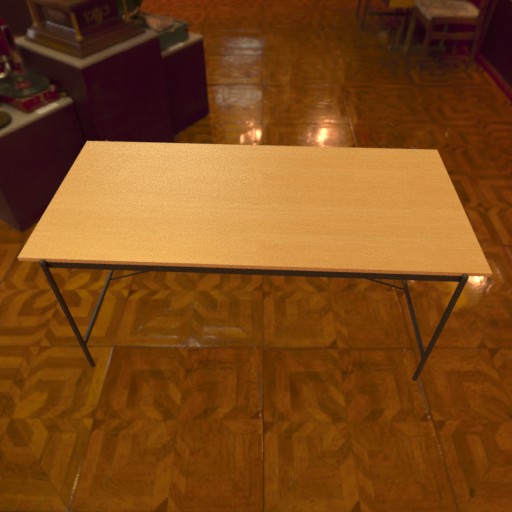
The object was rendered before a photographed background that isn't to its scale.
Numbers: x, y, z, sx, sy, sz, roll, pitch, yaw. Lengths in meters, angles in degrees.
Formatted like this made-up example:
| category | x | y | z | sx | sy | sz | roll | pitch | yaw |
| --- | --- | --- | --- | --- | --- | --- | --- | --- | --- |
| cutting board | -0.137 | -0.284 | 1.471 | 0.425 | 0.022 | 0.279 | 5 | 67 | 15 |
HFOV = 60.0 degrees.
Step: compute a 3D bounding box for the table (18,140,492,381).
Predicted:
| category | x | y | z | sx | sy | sz | roll | pitch | yaw |
| --- | --- | --- | --- | --- | --- | --- | --- | --- | --- |
| table | 0.000 | 0.000 | 2.246 | 1.800 | 0.758 | 0.900 | 2 | 45 | 2 |
